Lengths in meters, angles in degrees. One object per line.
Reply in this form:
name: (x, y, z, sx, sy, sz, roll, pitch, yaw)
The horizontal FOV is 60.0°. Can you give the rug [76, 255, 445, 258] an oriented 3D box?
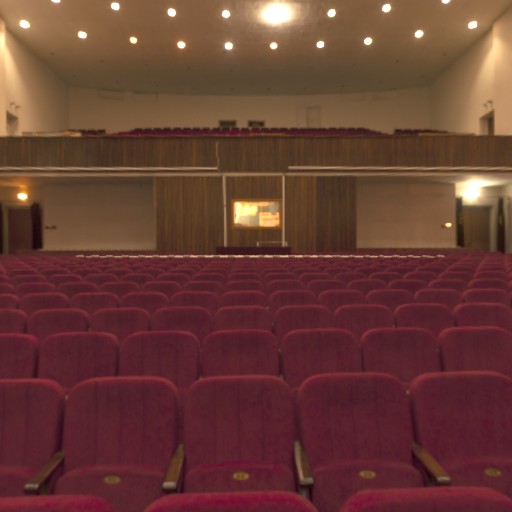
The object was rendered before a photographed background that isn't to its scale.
rug: (0.000, 0.000, 3.935, 2.030, 0.017, 3.040, 0, 0, -1)
